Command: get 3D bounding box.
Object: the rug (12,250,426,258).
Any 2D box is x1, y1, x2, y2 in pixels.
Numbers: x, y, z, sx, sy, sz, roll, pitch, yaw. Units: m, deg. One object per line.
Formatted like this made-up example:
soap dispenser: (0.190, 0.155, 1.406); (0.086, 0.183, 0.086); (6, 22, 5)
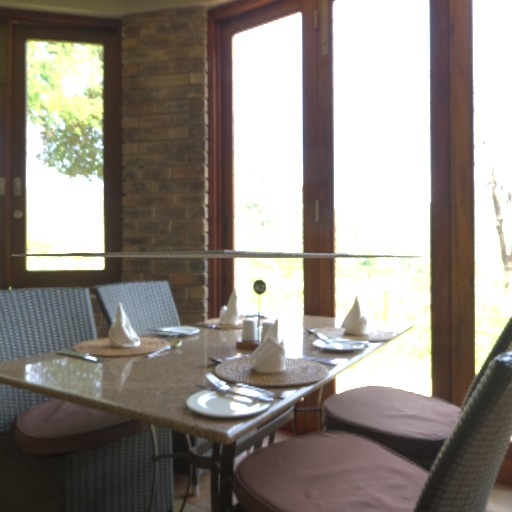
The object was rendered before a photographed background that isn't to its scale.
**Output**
rug: (0.000, 0.000, 2.968); (1.545, 0.016, 2.460); (0, -1, 36)
